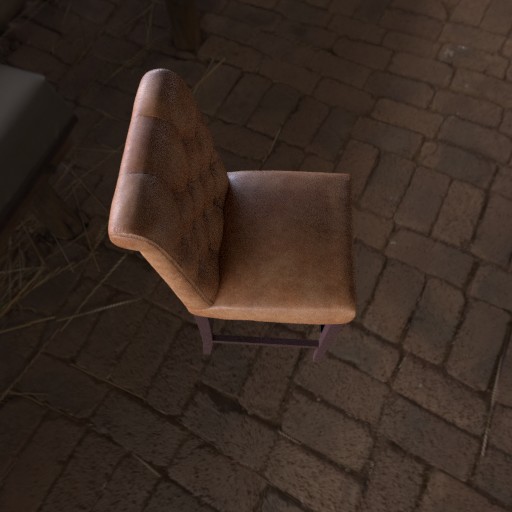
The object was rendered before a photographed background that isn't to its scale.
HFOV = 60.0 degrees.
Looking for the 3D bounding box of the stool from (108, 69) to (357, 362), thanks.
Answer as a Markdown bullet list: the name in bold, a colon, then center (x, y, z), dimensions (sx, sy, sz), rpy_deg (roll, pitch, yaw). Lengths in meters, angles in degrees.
- **stool**: center (0.000, 0.000, 1.480), dimensions (0.601, 1.140, 0.493), rpy_deg (3, 66, 1)
